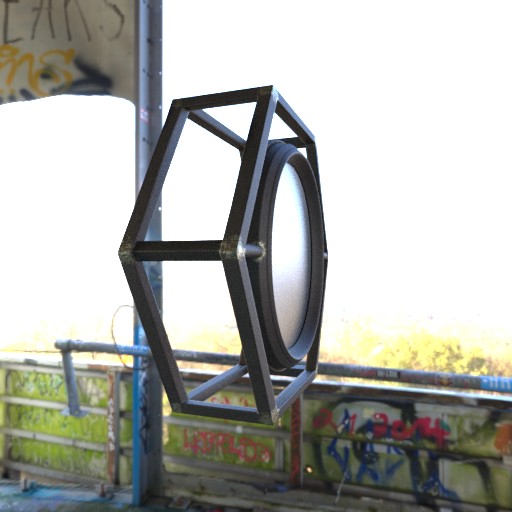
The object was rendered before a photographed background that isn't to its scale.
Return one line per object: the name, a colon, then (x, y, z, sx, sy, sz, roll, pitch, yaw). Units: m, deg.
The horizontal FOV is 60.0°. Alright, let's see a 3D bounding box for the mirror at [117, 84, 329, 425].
mirror: (0.000, 0.000, 0.543, 0.119, 0.334, 0.380, 0, -1, 20)
